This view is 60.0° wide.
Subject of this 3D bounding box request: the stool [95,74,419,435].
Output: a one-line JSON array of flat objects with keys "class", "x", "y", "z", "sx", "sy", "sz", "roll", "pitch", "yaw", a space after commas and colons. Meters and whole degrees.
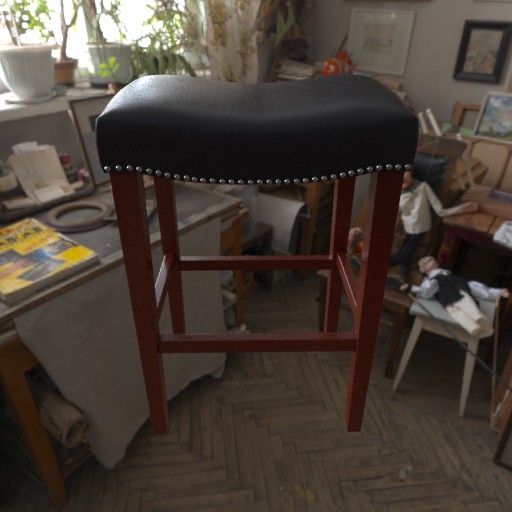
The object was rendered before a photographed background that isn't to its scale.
[{"class": "stool", "x": 0.000, "y": 0.000, "z": 0.995, "sx": 0.504, "sy": 0.742, "sz": 0.372, "roll": 0, "pitch": 30, "yaw": -1}]
